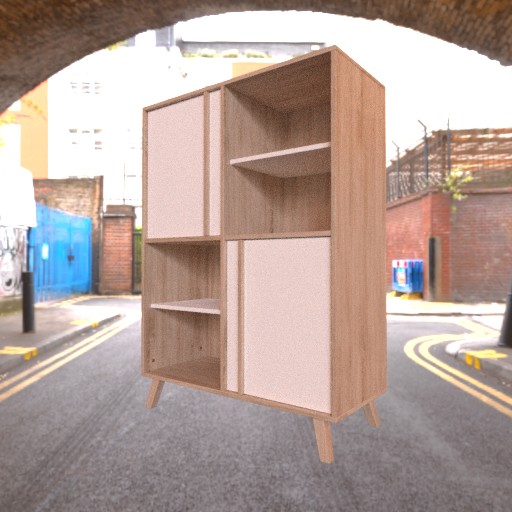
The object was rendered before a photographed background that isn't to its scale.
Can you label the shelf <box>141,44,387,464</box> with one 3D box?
[{"bbox_3d":[0.000,0.000,1.937,1.000,1.390,0.450,-1,-1,37],"label":"shelf"}]
